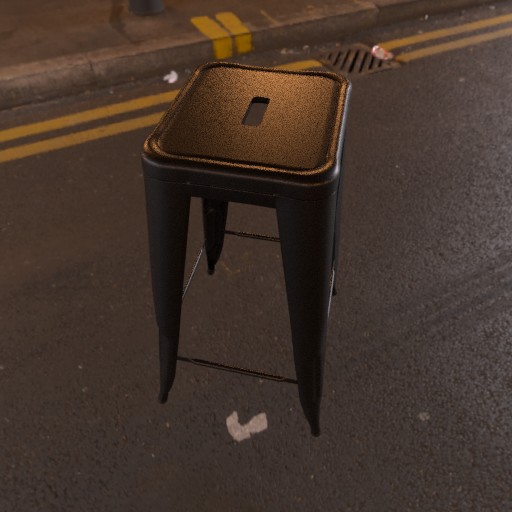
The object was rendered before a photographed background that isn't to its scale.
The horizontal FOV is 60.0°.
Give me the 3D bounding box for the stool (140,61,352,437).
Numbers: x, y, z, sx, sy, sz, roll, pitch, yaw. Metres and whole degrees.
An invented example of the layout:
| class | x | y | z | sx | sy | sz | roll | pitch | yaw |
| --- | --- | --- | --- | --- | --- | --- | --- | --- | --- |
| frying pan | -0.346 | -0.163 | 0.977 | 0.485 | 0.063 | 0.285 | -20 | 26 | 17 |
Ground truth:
| class | x | y | z | sx | sy | sz | roll | pitch | yaw |
| --- | --- | --- | --- | --- | --- | --- | --- | --- | --- |
| stool | 0.000 | 0.000 | 0.846 | 0.359 | 0.609 | 0.399 | 9 | 48 | 8 |
